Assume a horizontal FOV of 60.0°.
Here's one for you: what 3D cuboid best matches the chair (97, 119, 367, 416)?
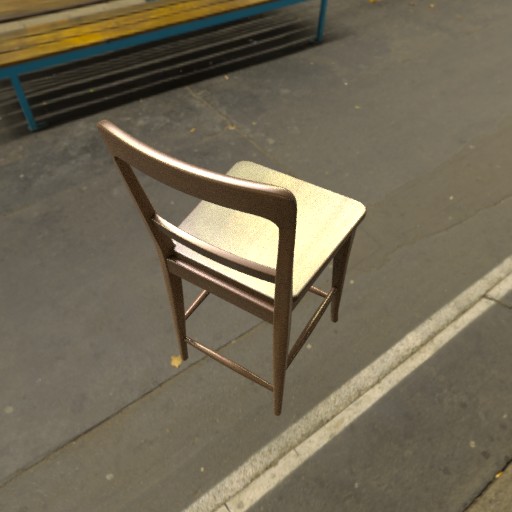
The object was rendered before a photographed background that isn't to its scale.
[{"bbox_3d":[0.000,0.000,1.280,0.450,0.991,0.546,25,52,21],"label":"chair"}]
